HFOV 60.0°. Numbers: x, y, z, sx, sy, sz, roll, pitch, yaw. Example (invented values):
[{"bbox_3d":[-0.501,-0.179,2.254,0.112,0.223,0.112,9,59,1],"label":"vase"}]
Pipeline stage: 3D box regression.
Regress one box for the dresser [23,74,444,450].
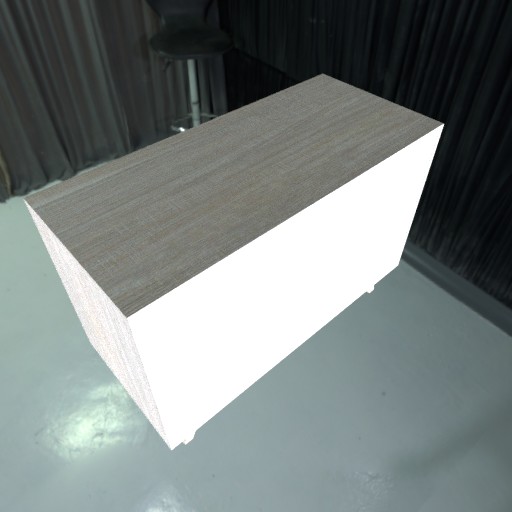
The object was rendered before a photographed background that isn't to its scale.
[{"bbox_3d":[0.000,0.000,1.510,1.110,0.780,0.500,-33,53,-28],"label":"dresser"}]
